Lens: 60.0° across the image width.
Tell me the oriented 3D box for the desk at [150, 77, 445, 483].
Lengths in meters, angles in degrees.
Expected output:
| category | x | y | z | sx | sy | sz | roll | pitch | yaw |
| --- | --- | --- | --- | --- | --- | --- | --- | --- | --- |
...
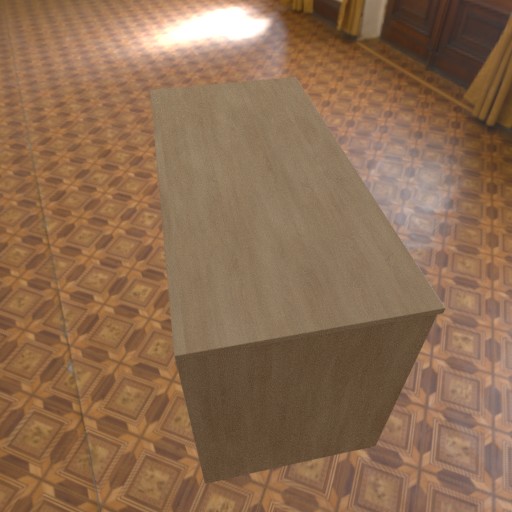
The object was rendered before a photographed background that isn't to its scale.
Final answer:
| category | x | y | z | sx | sy | sz | roll | pitch | yaw |
| --- | --- | --- | --- | --- | --- | --- | --- | --- | --- |
| desk | 0.000 | 0.000 | 1.646 | 0.600 | 0.770 | 1.251 | -8 | 46 | -8 |
